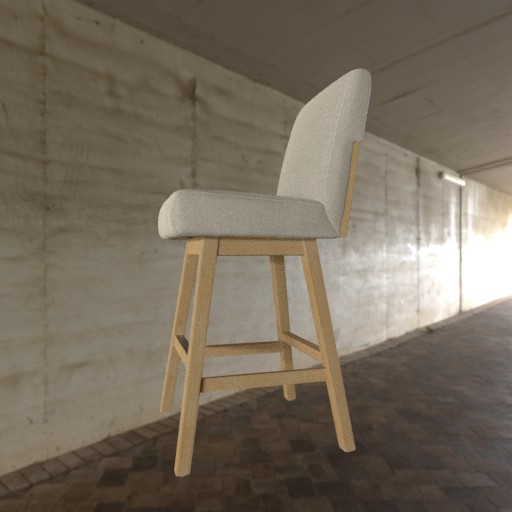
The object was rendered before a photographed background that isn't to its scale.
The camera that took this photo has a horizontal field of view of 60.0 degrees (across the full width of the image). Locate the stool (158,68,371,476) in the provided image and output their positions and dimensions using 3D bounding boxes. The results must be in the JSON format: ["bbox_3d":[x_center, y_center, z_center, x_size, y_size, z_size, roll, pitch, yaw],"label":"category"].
[{"bbox_3d":[0.000,0.000,1.297,0.543,1.015,0.446,0,1,-17],"label":"stool"}]
